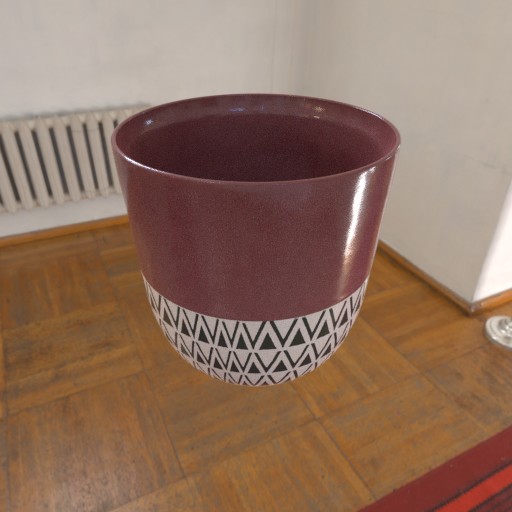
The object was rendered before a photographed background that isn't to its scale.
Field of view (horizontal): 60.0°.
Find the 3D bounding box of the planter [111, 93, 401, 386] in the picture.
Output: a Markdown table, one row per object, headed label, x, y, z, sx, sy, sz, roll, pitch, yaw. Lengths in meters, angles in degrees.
| label | x | y | z | sx | sy | sz | roll | pitch | yaw |
| --- | --- | --- | --- | --- | --- | --- | --- | --- | --- |
| planter | 0.000 | 0.000 | 0.365 | 0.195 | 0.214 | 0.195 | 0 | 33 | 0 |
